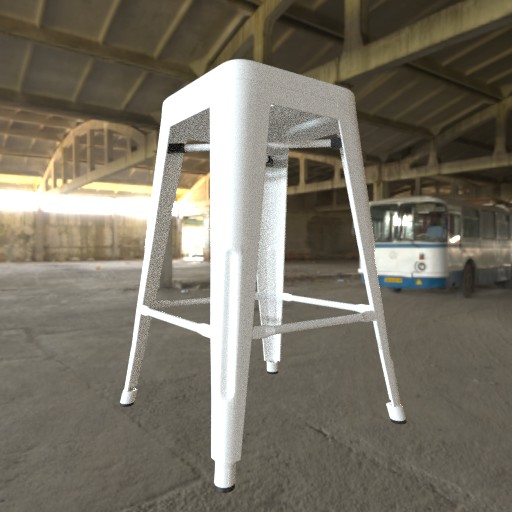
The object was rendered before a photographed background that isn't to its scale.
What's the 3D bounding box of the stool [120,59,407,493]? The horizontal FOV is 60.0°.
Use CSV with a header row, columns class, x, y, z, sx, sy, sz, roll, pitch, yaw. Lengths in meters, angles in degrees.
class,x,y,z,sx,sy,sz,roll,pitch,yaw
stool,0.000,0.000,0.854,0.406,0.610,0.406,-1,2,-36
